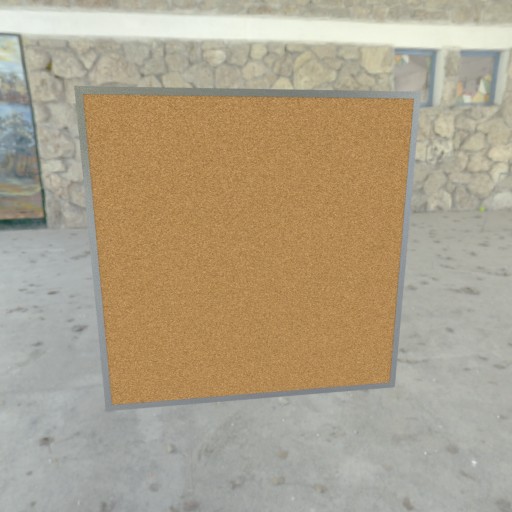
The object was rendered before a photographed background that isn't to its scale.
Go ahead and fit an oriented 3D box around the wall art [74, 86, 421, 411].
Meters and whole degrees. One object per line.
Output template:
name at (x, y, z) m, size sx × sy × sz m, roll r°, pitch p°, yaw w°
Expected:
wall art at (0.000, 0.000, 1.143) m, size 0.806 × 0.806 × 0.038 m, roll -2°, pitch 15°, yaw -8°
